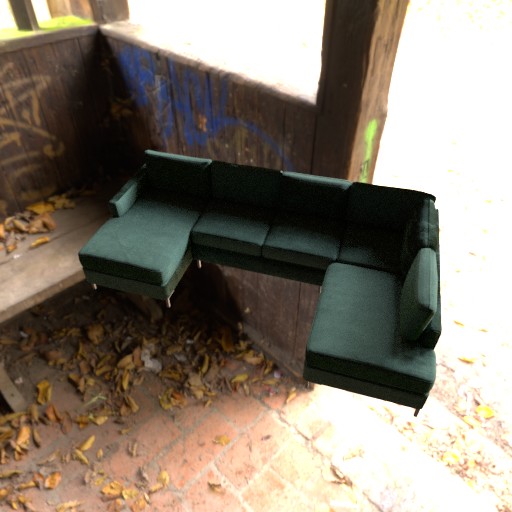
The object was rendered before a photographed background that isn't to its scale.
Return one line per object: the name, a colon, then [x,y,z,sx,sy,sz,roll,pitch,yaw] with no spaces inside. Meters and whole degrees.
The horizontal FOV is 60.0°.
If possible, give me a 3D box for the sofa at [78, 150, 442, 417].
sofa: [0.000,0.000,4.415,3.434,0.992,2.055,11,43,13]
